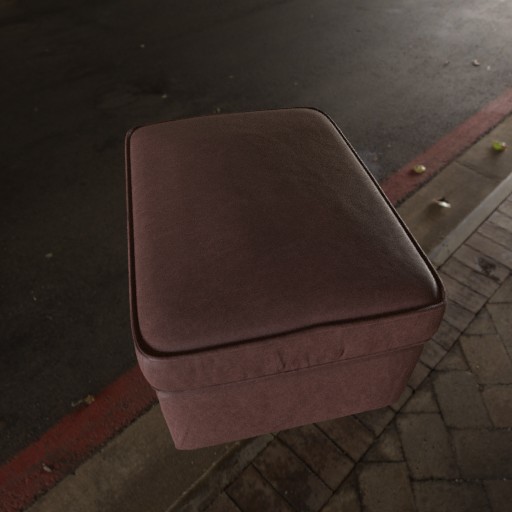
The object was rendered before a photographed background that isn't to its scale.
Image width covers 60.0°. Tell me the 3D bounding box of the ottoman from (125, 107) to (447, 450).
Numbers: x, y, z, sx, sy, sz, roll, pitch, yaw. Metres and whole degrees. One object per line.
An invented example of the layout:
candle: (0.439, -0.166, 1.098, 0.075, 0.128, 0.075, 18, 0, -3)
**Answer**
ottoman: (0.000, 0.000, 1.082, 0.548, 0.449, 0.749, -9, 46, -9)
